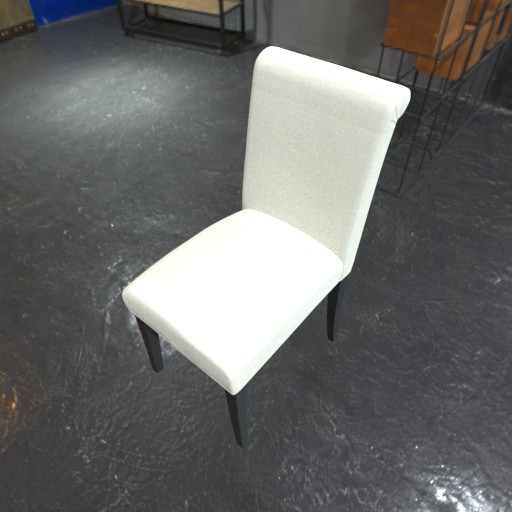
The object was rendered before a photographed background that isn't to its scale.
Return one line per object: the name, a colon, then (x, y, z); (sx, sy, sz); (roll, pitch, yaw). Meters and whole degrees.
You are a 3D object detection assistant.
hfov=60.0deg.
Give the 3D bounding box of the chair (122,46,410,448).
chair: (0.000, 0.000, 1.367); (0.452, 0.976, 0.708); (31, 53, 27)
